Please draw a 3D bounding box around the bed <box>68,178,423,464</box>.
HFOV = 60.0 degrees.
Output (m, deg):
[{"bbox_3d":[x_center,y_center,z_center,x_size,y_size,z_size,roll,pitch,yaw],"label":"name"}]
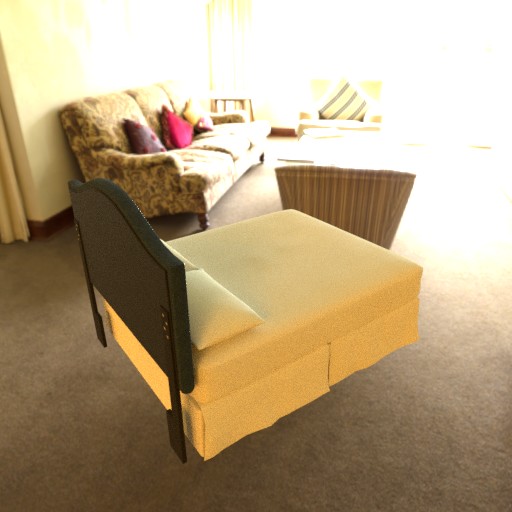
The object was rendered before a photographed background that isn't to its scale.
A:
[{"bbox_3d":[0.000,0.000,3.374,2.153,1.518,1.713,-18,32,-32],"label":"bed"}]
